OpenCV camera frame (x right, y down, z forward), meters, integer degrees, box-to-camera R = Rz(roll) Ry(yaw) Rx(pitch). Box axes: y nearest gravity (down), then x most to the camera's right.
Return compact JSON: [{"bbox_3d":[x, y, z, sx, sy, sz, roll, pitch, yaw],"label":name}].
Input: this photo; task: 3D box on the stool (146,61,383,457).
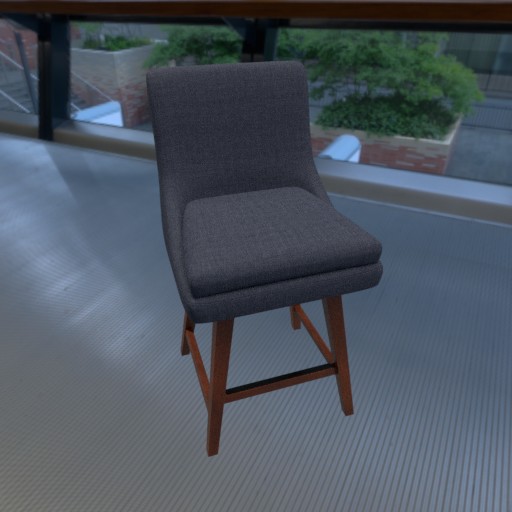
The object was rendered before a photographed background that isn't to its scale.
[{"bbox_3d":[0.000,0.000,1.195,0.467,0.895,0.524,-10,34,-15],"label":"stool"}]
